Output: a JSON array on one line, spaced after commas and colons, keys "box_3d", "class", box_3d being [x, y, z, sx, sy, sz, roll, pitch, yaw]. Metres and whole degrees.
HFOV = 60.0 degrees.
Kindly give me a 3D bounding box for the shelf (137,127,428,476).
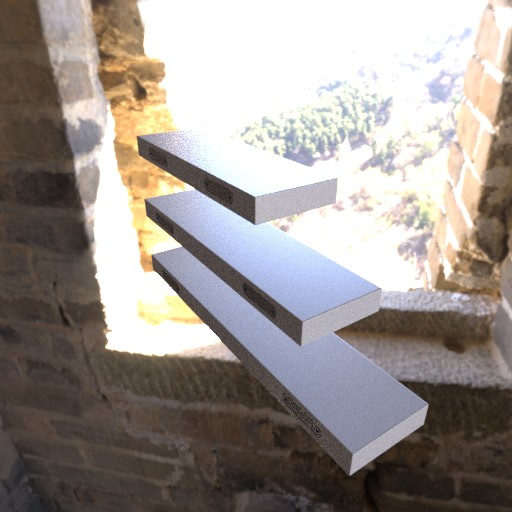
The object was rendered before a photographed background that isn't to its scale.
[{"box_3d": [0.000, 0.000, 0.723, 0.140, 0.293, 0.610, -17, 32, -30], "class": "shelf"}]
